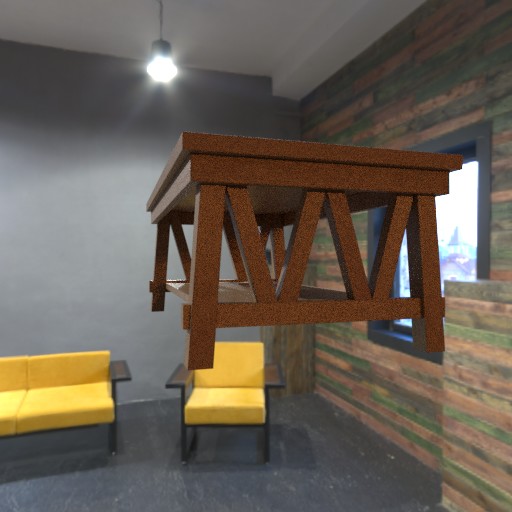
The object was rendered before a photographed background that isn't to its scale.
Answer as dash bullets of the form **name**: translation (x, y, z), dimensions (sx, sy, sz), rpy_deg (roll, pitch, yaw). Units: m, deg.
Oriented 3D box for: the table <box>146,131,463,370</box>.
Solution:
- **table**: translation (0.000, 0.000, 1.629), dimensions (0.711, 0.507, 1.270), rpy_deg (0, 0, -17)
